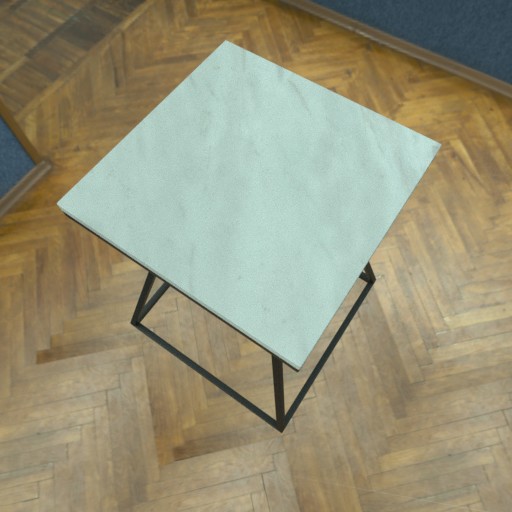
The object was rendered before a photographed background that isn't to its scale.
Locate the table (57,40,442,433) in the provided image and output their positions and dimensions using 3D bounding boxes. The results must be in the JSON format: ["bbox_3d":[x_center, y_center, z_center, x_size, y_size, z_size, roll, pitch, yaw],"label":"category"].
[{"bbox_3d":[0.000,0.000,0.898,0.455,0.559,0.455,32,68,14],"label":"table"}]
